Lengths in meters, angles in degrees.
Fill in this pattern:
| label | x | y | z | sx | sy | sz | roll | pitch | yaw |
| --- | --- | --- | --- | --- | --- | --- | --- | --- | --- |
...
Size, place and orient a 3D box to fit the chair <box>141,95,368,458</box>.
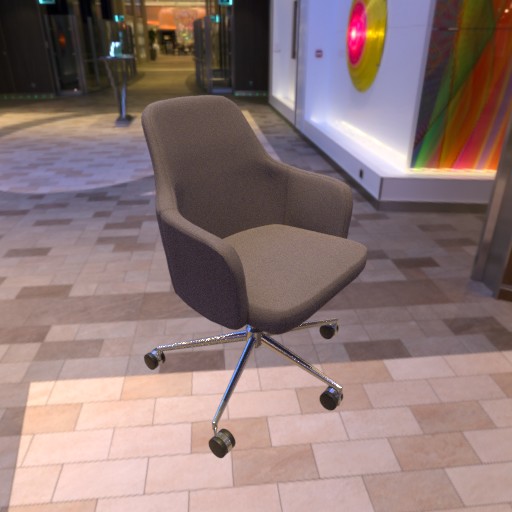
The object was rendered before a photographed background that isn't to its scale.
| label | x | y | z | sx | sy | sz | roll | pitch | yaw |
| --- | --- | --- | --- | --- | --- | --- | --- | --- | --- |
| chair | 0.000 | 0.000 | 1.259 | 0.600 | 0.820 | 0.655 | 19 | 32 | 33 |
